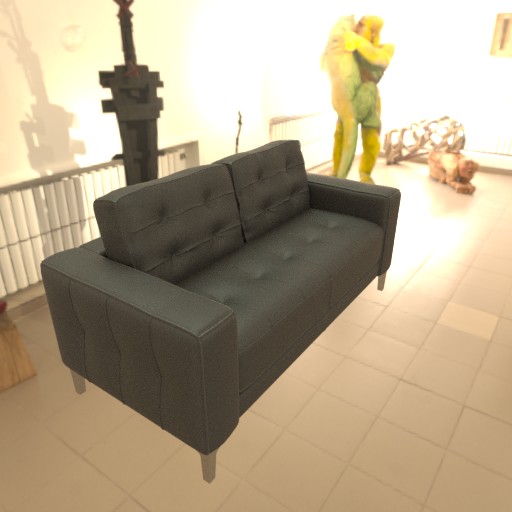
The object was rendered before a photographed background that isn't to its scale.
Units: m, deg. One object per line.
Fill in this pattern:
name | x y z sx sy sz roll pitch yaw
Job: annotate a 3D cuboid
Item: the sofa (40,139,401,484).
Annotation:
sofa | 0.000 0.000 2.148 0.833 0.893 1.726 17 31 31
